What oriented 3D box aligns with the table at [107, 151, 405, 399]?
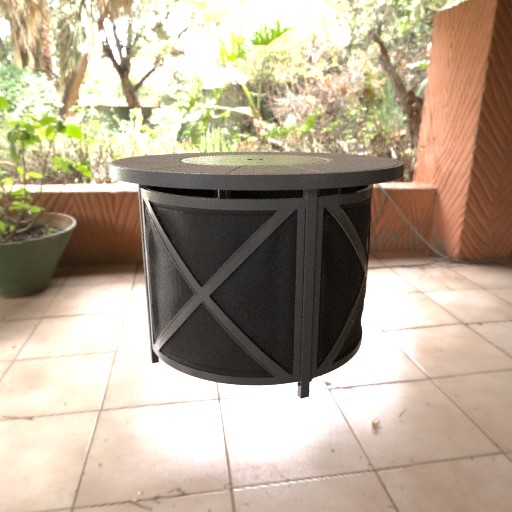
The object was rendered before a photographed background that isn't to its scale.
[{"bbox_3d":[0.000,0.000,1.524,0.914,0.650,0.914,0,16,0],"label":"table"}]
